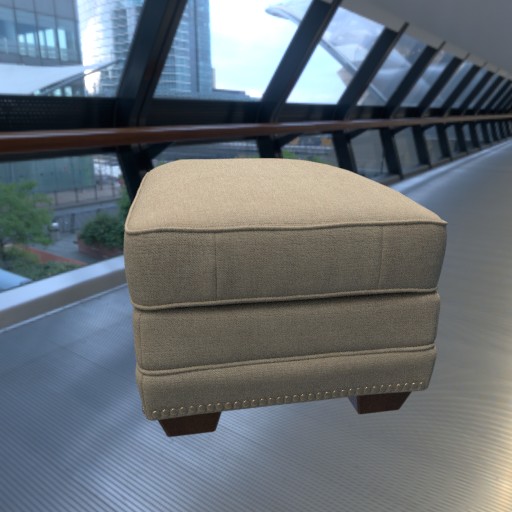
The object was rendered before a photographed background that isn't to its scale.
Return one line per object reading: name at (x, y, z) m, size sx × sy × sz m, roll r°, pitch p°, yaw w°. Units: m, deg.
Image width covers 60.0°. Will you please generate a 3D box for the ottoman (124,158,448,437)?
ottoman at (0.000, 0.000, 1.109) m, size 0.559 × 0.458 × 0.813 m, roll -3°, pitch 17°, yaw -10°
